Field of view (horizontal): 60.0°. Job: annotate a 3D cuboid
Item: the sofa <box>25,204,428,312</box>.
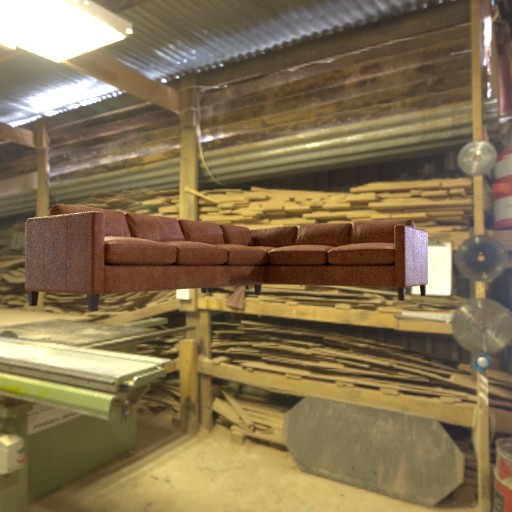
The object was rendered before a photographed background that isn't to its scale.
[{"bbox_3d":[0.000,0.000,4.219,2.438,0.838,3.167,-1,-2,34],"label":"sofa"}]
